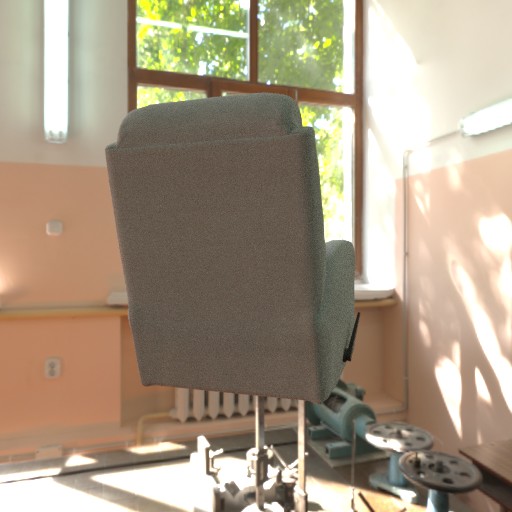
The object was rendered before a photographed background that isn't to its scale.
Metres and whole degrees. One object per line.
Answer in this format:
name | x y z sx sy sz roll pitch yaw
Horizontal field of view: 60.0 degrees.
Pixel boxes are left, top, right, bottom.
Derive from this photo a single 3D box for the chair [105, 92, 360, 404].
chair | 0.000 0.000 1.799 0.798 1.013 1.043 0 0 18
